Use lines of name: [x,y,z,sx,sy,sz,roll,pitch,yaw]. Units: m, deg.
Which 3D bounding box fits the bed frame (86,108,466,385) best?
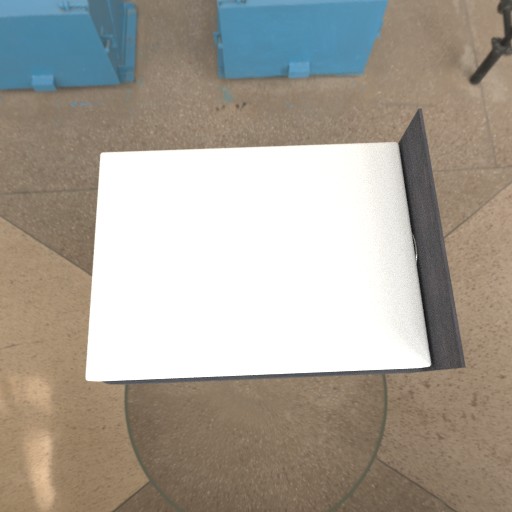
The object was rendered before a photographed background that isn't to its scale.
bed frame: [0.000,0.000,2.636,1.900,0.800,1.400,-2,73,-1]
